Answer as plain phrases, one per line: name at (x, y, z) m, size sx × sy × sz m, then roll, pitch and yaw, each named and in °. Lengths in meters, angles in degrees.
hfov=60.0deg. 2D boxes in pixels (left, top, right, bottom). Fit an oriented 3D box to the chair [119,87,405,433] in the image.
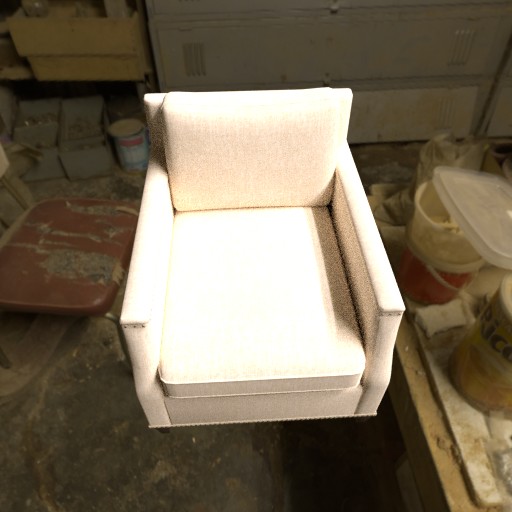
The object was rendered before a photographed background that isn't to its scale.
chair at (0.000, 0.000, 1.708) m, size 0.838 × 0.940 × 1.041 m, roll -2°, pitch 47°, yaw -2°
